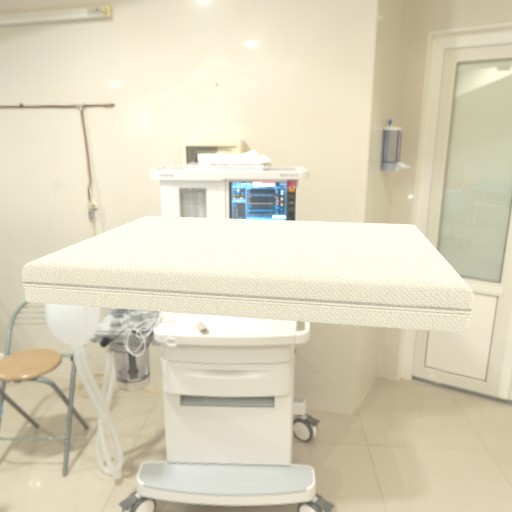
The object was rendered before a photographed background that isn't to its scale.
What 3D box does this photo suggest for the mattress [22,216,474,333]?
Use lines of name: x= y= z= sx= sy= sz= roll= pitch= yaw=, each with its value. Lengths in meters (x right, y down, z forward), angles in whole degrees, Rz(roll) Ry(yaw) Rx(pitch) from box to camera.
mattress: x=0.000 y=0.000 z=2.587 sx=2.000 sy=0.200 sz=1.400 roll=3 pitch=15 yaw=10
